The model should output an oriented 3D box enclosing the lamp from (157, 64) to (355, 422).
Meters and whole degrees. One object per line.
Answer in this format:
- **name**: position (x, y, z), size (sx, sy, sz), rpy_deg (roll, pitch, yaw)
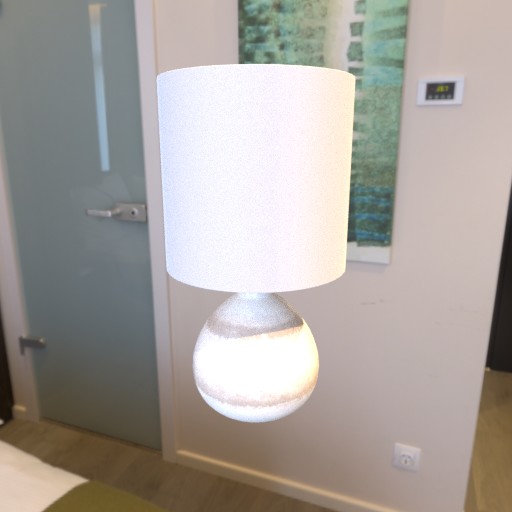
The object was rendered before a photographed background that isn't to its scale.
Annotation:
- **lamp**: position (0.000, 0.000, 0.544), size (0.217, 0.404, 0.217), rpy_deg (-2, 15, -9)
